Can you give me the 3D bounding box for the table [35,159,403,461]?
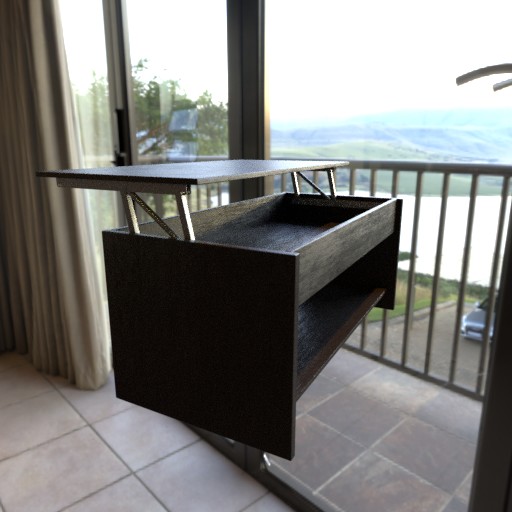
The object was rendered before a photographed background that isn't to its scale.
[{"bbox_3d":[0.000,0.000,1.436,0.712,0.570,1.000,8,16,28],"label":"table"}]
